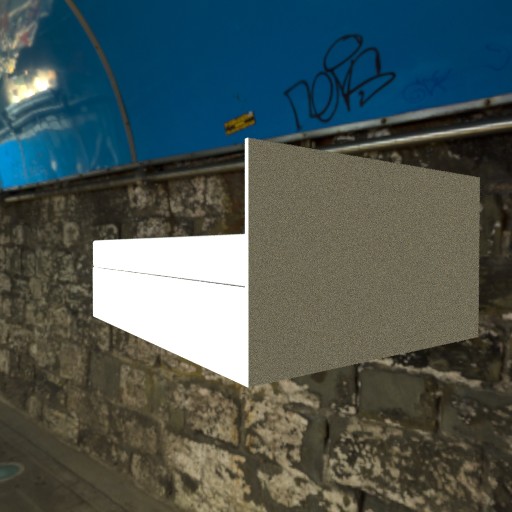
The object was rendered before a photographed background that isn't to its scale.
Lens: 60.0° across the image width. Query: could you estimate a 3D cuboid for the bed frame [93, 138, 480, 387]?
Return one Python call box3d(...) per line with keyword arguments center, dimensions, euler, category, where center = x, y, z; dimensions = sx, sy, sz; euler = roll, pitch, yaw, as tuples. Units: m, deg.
box3d(center=(0.000, 0.000, 2.597), dimensions=(1.400, 0.800, 1.900), euler=(-1, 1, -35), category="bed frame")
